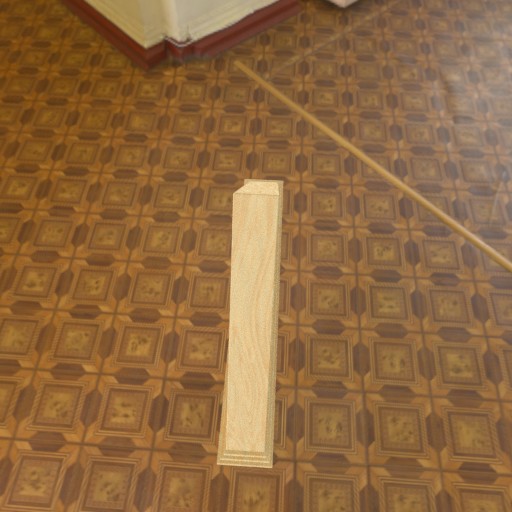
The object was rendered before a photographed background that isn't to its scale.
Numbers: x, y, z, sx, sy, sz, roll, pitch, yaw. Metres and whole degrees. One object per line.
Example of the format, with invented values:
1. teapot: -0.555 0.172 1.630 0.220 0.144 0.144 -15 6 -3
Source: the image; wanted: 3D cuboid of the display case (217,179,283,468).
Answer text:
1. display case: 0.000 0.000 0.783 0.095 0.340 0.640 3 59 2
